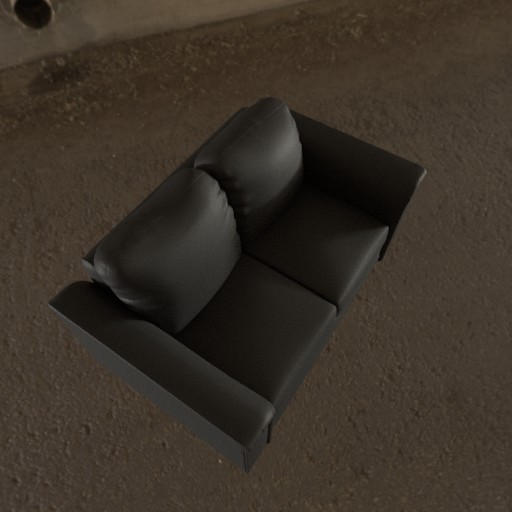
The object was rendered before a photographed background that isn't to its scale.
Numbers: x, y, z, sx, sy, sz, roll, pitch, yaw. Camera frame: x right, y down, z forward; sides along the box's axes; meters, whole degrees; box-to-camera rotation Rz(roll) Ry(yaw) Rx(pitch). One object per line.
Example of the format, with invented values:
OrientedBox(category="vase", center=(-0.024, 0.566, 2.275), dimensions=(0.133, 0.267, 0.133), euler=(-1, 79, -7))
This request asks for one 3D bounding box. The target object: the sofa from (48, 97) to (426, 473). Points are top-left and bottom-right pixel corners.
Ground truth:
OrientedBox(category="sofa", center=(0.000, 0.000, 1.919), dimensions=(0.887, 0.845, 1.386), euler=(30, 62, 18))
